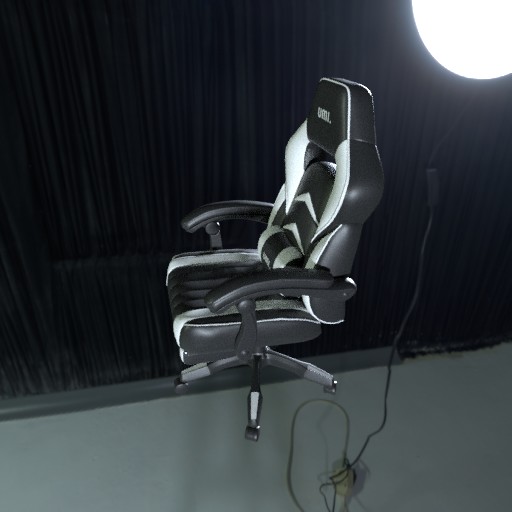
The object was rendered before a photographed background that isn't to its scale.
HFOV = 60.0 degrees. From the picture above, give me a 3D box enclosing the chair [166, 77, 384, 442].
[{"bbox_3d":[0.000,0.000,1.640,0.700,1.200,0.676,-8,30,-13],"label":"chair"}]
